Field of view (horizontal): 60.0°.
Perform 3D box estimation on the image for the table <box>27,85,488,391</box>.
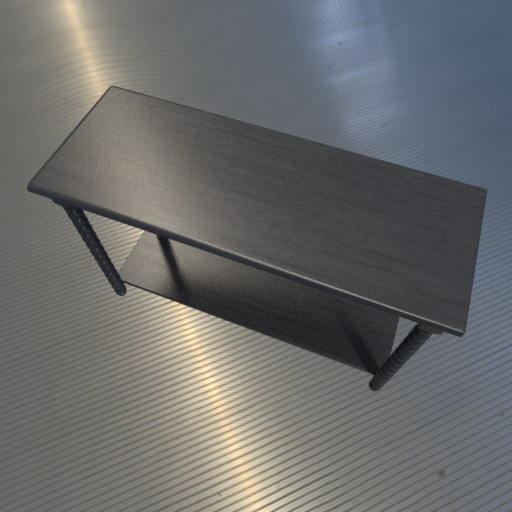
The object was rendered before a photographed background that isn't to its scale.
[{"bbox_3d":[0.000,0.000,1.524,1.184,0.735,0.459,19,61,11],"label":"table"}]
